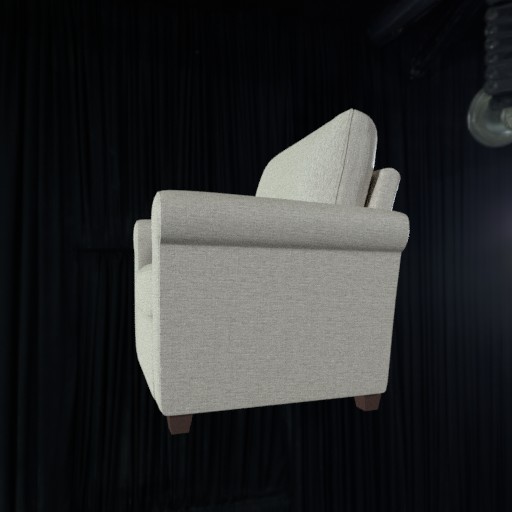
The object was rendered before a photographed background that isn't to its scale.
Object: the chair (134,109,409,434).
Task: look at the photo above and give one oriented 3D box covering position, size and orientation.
[{"bbox_3d":[0.000,0.000,2.317,1.180,1.349,1.275,1,-2,-19],"label":"chair"}]
